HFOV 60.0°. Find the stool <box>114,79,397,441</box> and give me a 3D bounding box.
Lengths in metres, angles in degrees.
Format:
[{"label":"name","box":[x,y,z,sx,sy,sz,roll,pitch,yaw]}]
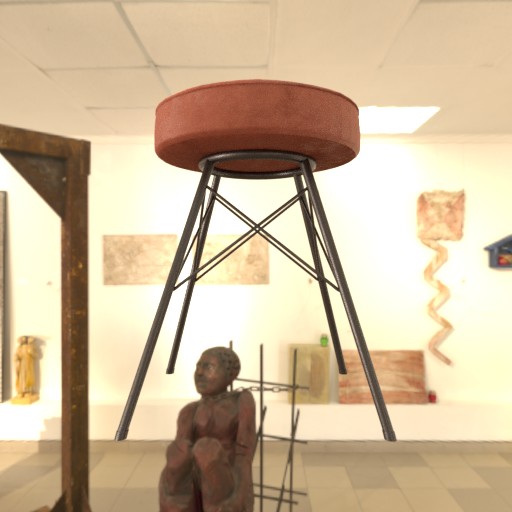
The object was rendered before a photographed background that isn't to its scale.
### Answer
[{"label":"stool","box":[0.000,0.000,0.913,0.457,0.593,0.421,0,0,0]}]
